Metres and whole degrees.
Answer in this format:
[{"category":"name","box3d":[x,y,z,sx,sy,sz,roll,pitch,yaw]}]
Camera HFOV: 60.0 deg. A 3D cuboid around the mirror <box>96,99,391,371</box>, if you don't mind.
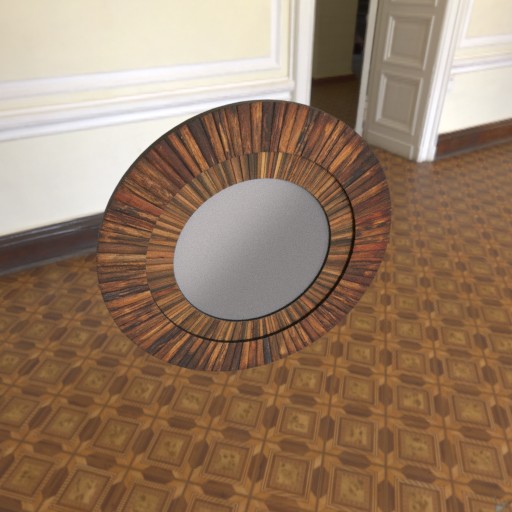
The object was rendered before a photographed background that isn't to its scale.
[{"category":"mirror","box3d":[0.000,0.000,1.589,1.077,1.077,0.036,-10,34,-15]}]
